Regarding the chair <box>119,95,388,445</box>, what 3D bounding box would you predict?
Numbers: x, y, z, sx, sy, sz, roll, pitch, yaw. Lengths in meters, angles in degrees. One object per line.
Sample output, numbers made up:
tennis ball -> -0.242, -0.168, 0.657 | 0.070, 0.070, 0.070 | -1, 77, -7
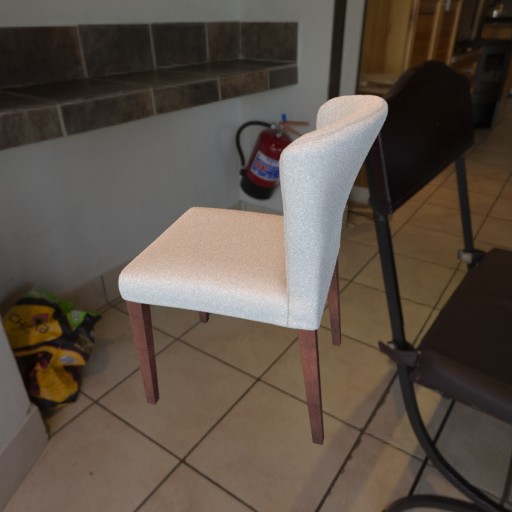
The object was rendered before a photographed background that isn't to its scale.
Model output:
chair -> 0.000, 0.000, 1.219 | 0.592, 0.839, 0.491 | 8, 29, 14
